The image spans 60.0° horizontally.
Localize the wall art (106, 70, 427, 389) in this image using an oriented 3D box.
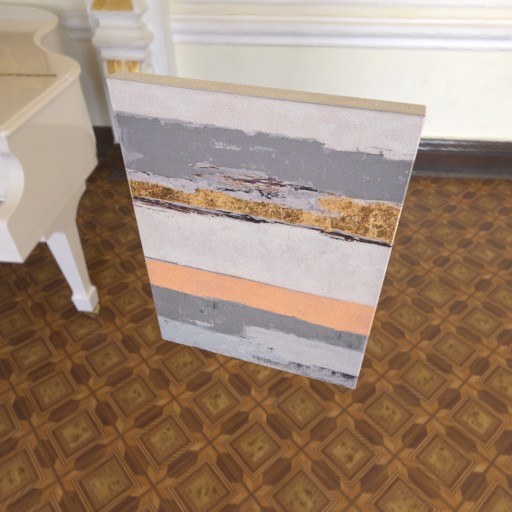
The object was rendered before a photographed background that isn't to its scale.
[{"bbox_3d":[0.000,0.000,0.816,0.456,0.609,0.038,12,42,13],"label":"wall art"}]
